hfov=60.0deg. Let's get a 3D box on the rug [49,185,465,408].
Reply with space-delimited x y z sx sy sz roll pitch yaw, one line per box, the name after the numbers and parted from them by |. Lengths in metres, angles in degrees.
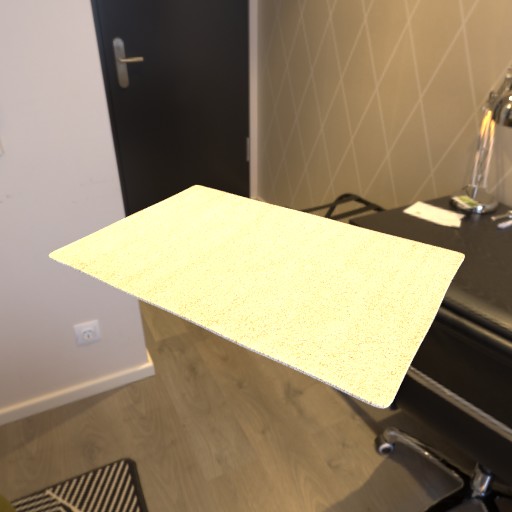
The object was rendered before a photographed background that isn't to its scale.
0.000 0.000 3.421 2.698 0.025 1.798 18 35 28 | rug
